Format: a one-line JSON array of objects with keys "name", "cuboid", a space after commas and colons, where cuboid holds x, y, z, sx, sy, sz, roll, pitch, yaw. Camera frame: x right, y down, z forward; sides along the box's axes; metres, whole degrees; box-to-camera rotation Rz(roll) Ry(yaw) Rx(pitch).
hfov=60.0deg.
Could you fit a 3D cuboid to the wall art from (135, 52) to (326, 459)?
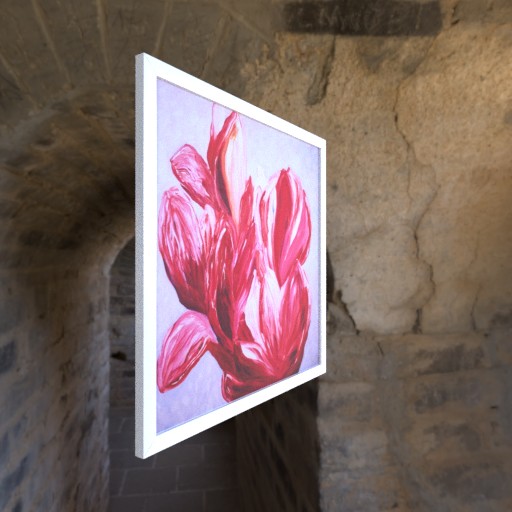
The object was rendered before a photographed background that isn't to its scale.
[{"name": "wall art", "cuboid": [0.000, 0.000, 0.997, 0.020, 0.661, 0.664, 0, 0, 35]}]
